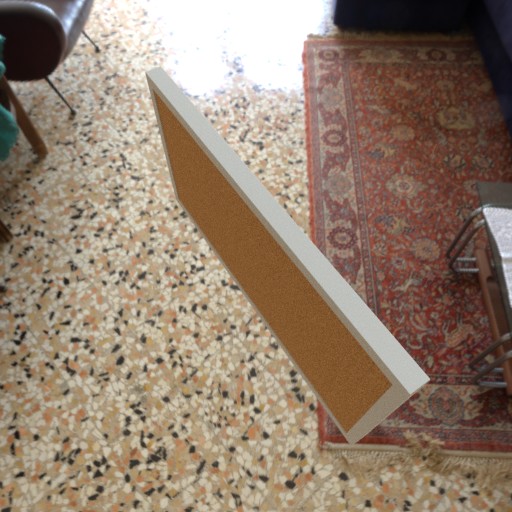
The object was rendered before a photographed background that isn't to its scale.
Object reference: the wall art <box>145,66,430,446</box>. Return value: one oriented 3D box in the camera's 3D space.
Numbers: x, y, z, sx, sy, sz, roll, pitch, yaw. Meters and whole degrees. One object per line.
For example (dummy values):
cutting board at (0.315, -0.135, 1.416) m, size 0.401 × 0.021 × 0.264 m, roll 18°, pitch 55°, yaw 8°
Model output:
wall art at (0.000, 0.000, 0.959) m, size 0.038 × 0.431 × 0.812 m, roll -29°, pitch 63°, yaw -17°
